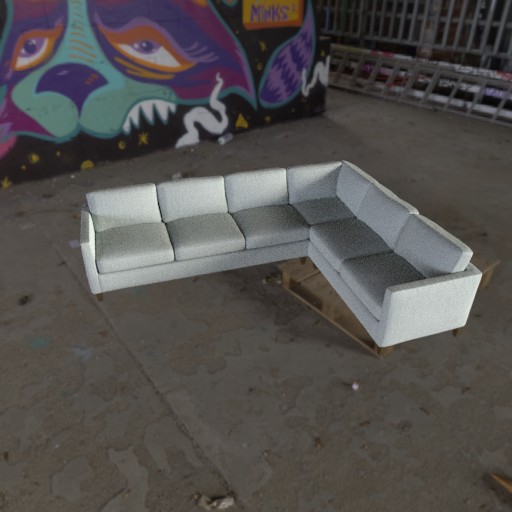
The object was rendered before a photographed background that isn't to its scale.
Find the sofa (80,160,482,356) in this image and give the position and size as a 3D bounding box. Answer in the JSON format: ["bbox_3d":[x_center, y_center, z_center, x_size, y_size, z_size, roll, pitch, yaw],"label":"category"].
[{"bbox_3d":[0.000,0.000,4.482,3.333,0.934,2.522,-10,34,-15],"label":"sofa"}]
